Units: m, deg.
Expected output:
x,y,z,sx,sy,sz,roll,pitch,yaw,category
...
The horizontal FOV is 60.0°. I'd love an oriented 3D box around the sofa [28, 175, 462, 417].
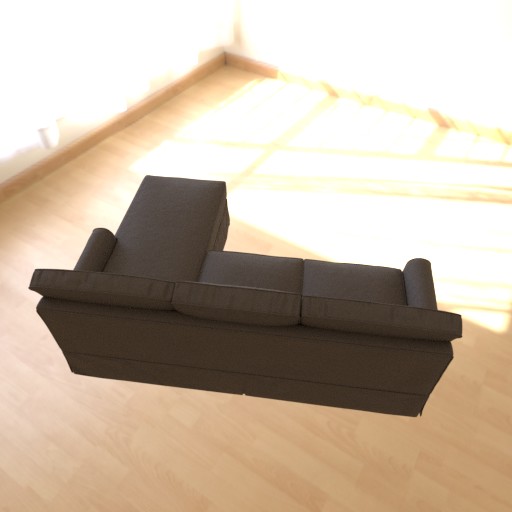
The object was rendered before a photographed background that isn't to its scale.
x,y,z,sx,sy,sz,roll,pitch,yaw,category
0.000,0.000,3.258,2.475,0.978,1.733,6,47,5,sofa
